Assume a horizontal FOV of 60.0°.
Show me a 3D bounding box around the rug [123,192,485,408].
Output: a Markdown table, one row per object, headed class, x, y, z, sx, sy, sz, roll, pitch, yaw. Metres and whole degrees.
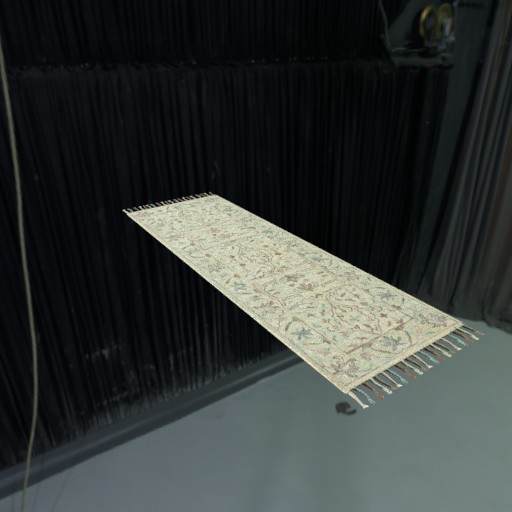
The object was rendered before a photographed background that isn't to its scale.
| class | x | y | z | sx | sy | sz | roll | pitch | yaw |
| --- | --- | --- | --- | --- | --- | --- | --- | --- | --- |
| rug | 0.000 | 0.000 | 2.651 | 0.769 | 0.013 | 2.440 | -17 | 31 | -31 |
